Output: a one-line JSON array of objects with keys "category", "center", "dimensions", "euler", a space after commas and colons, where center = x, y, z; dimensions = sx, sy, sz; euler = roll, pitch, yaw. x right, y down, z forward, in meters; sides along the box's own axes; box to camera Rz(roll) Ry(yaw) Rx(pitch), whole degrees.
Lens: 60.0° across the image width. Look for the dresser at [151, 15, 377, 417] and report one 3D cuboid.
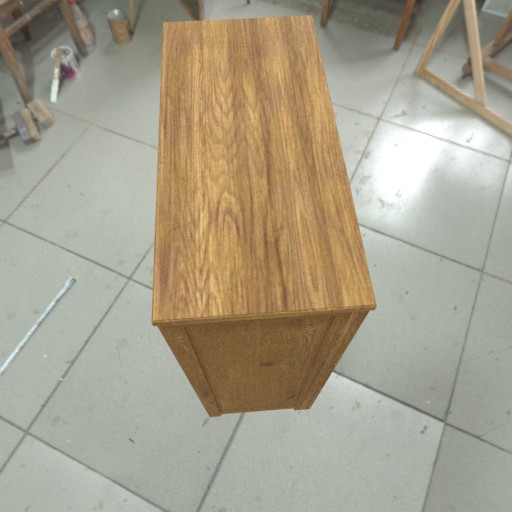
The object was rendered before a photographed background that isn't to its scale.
[{"category": "dresser", "center": [0.000, 0.000, 1.887], "dimensions": [0.558, 1.431, 1.081], "euler": [-4, 62, -2]}]
